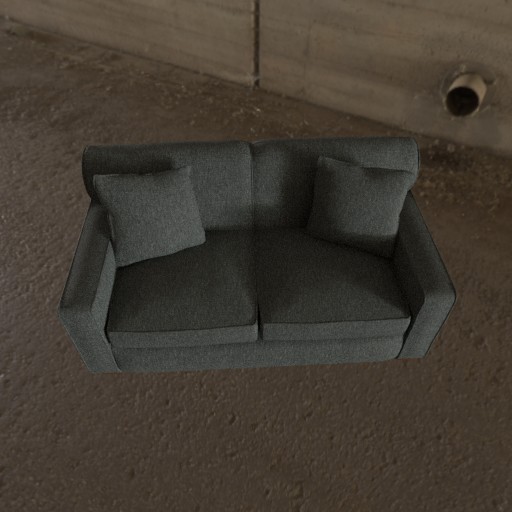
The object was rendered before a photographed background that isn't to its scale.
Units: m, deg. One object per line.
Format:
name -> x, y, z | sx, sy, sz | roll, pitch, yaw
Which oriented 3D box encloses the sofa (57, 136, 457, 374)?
sofa -> 0.000, 0.000, 2.435 | 1.846, 0.958, 0.998 | -2, 47, -2
